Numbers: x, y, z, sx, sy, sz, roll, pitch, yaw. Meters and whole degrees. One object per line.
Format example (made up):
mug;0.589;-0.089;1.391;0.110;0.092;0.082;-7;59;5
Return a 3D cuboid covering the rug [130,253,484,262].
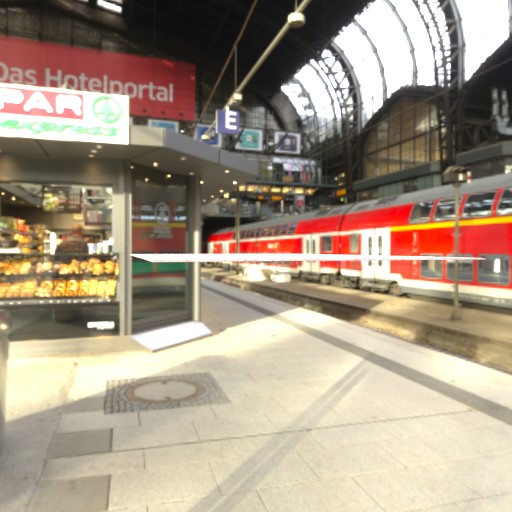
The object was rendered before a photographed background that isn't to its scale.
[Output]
rug;0.000;0.000;2.333;1.219;0.006;1.829;0;1;-18
